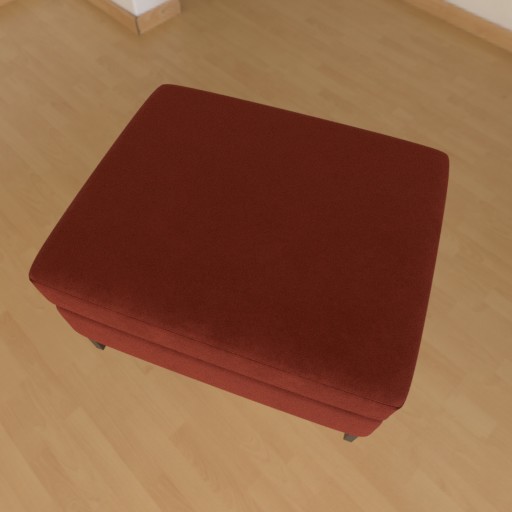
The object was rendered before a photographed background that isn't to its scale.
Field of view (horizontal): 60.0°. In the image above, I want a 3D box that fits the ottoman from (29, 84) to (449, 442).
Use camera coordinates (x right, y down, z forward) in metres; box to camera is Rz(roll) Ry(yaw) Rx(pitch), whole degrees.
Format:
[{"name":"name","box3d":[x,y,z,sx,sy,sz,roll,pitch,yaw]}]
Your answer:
[{"name":"ottoman","box3d":[0.000,0.000,1.133,0.782,0.462,0.650,17,61,10]}]
